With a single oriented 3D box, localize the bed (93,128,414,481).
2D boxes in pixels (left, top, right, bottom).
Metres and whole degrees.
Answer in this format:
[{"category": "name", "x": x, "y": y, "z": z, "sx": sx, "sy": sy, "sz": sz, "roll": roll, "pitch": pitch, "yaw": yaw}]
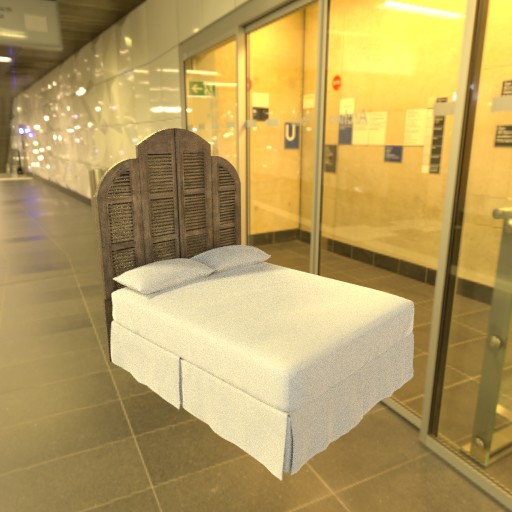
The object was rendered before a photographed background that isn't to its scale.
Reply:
[{"category": "bed", "x": 0.000, "y": 0.000, "z": 3.576, "sx": 2.138, "sy": 2.019, "sz": 1.713, "roll": 14, "pitch": 20, "yaw": 42}]
